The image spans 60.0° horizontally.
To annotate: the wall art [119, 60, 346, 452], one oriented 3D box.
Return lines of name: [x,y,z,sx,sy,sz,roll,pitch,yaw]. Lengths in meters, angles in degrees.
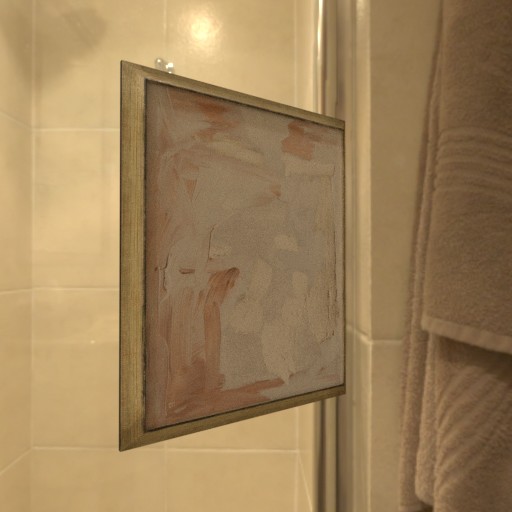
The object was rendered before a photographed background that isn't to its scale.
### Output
wall art: [0.000,0.000,0.623,0.381,0.457,0.023,1,-1,-36]
